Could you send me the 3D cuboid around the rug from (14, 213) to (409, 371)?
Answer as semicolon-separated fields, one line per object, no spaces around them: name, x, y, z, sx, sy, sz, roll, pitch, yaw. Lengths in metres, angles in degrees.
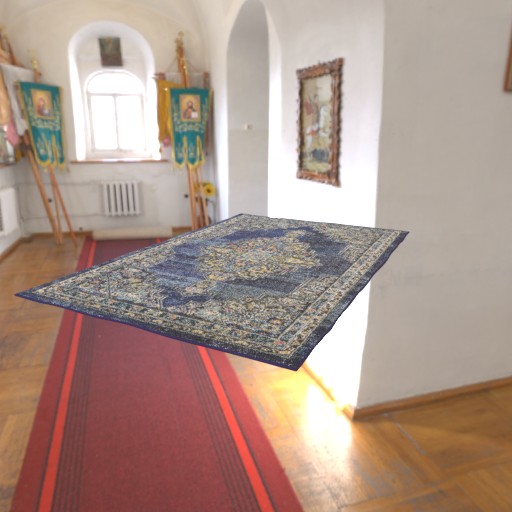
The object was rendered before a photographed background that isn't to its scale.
rug;0.000;0.000;2.200;1.184;0.012;1.781;9;19;26
